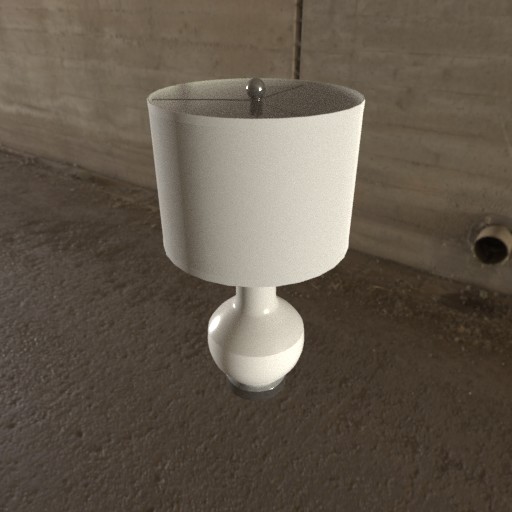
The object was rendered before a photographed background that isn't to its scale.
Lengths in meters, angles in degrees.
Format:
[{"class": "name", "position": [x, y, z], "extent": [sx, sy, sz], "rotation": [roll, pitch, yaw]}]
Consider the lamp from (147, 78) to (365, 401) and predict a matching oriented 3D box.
[{"class": "lamp", "position": [0.000, 0.000, 0.893], "extent": [0.357, 0.673, 0.357], "rotation": [1, 30, 2]}]
